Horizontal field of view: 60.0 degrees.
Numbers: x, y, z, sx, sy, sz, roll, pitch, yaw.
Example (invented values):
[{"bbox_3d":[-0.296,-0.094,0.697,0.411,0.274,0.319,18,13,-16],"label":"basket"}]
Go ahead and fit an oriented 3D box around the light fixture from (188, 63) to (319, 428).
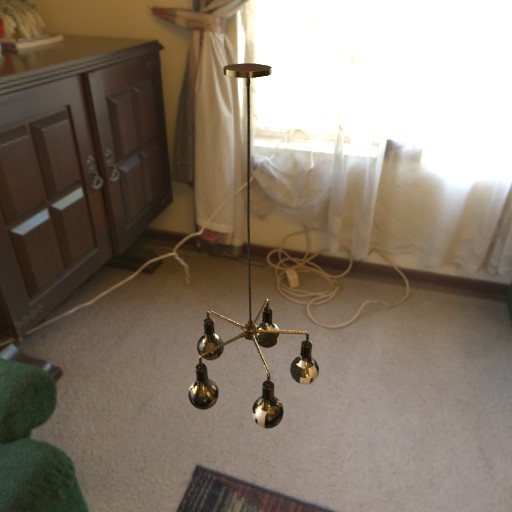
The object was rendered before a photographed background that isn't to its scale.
[{"bbox_3d":[0.000,0.000,1.246,0.421,0.988,0.438,0,32,1],"label":"light fixture"}]
